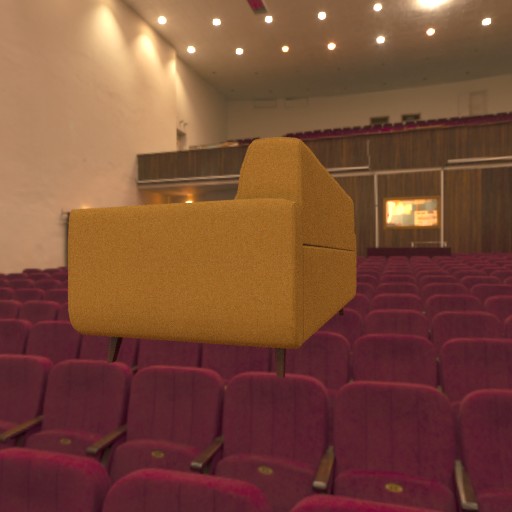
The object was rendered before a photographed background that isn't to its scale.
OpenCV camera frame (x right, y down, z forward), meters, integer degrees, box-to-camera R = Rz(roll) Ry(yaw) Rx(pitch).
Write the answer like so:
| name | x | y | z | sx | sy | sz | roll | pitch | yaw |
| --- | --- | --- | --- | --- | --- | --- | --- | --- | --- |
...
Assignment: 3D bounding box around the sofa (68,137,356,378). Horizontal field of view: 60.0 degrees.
| name | x | y | z | sx | sy | sz | roll | pitch | yaw |
| --- | --- | --- | --- | --- | --- | --- | --- | --- | --- |
| sofa | 0.000 | 0.000 | 2.458 | 0.909 | 0.841 | 2.029 | 0 | 0 | 18 |
